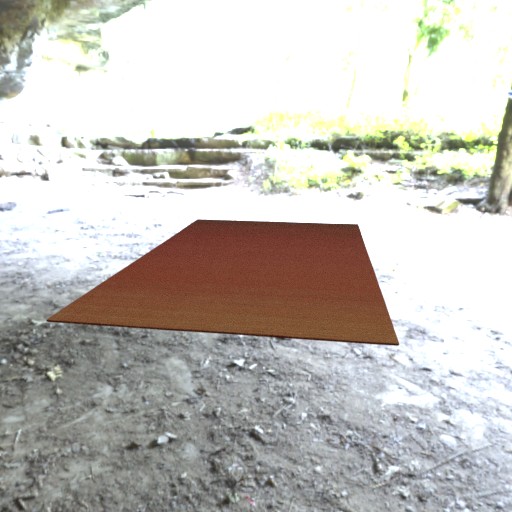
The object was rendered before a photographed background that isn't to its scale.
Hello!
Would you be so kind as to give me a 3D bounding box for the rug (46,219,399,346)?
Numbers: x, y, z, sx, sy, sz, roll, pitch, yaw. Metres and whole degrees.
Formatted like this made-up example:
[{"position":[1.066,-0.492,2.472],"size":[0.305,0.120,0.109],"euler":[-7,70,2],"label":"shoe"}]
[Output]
[{"position":[0.000,0.000,3.029],"size":[1.531,0.010,2.442],"euler":[2,16,8],"label":"rug"}]
